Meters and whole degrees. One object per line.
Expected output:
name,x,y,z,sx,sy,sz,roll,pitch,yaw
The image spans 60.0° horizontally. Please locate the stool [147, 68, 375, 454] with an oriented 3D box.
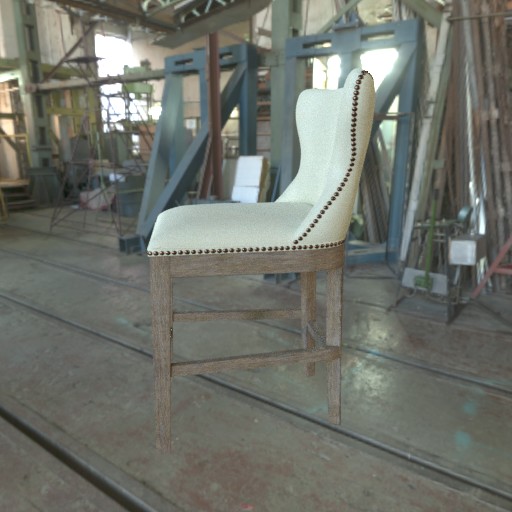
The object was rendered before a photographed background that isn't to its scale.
stool,0.000,0.000,1.310,0.608,0.981,0.498,-2,14,-9
